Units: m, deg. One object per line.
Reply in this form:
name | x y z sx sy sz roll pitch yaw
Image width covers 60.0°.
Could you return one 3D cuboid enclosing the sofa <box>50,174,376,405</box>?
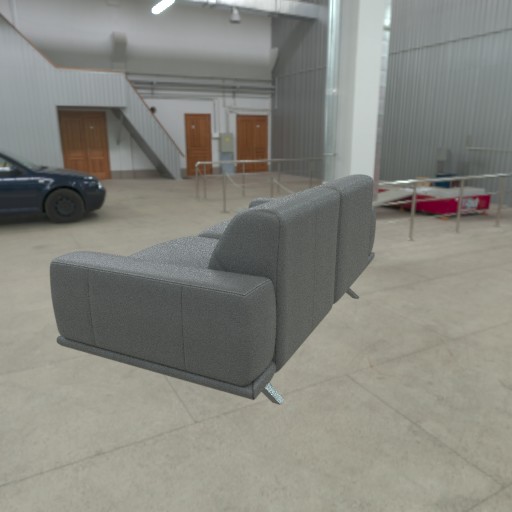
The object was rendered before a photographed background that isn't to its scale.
sofa | 0.000 0.000 2.349 0.900 0.772 1.901 7 17 25
